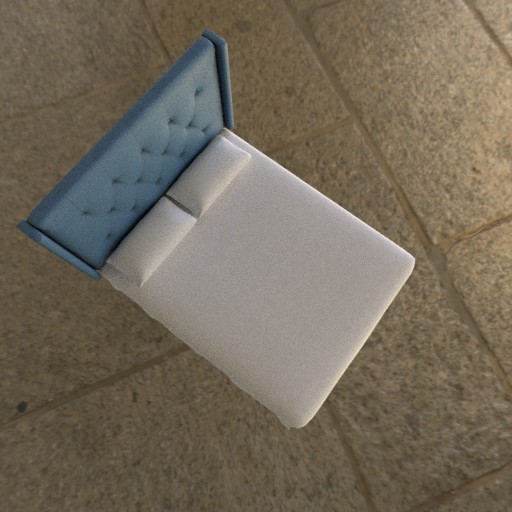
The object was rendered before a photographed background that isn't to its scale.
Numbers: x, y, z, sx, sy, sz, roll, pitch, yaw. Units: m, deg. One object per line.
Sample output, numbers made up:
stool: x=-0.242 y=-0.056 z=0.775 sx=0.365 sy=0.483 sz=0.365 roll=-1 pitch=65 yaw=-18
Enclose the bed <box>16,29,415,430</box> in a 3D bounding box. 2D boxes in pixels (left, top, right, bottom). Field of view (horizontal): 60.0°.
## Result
bed: x=0.000 y=0.000 z=3.270 sx=2.078 sy=1.665 sz=1.719 roll=36 pitch=77 yaw=10
